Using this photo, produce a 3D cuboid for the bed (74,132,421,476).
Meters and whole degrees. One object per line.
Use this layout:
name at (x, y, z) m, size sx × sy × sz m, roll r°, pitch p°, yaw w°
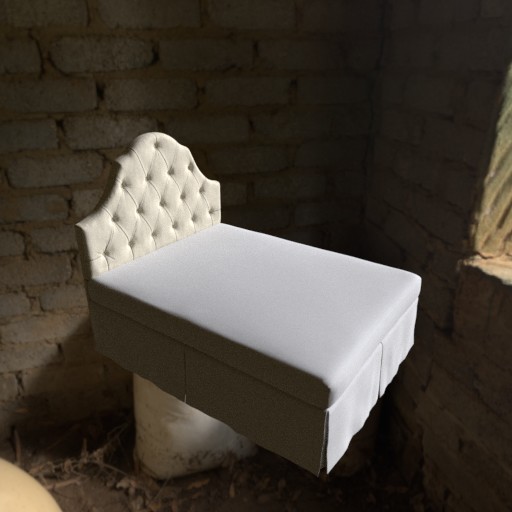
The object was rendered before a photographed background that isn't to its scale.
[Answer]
bed at (0.000, 0.000, 3.245) m, size 2.092 × 1.575 × 1.627 m, roll 16°, pitch 29°, yaw 32°
